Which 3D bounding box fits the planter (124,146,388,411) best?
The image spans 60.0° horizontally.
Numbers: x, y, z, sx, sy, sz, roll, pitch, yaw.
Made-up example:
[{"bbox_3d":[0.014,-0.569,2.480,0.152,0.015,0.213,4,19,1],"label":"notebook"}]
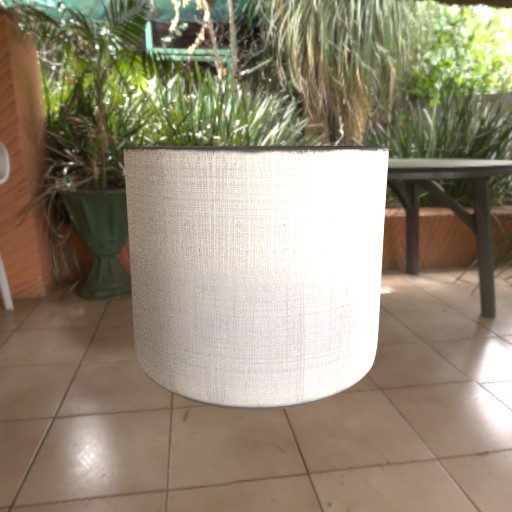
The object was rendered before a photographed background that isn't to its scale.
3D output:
[{"bbox_3d":[0.000,0.000,0.460,0.254,0.221,0.254,0,14,0],"label":"planter"}]
